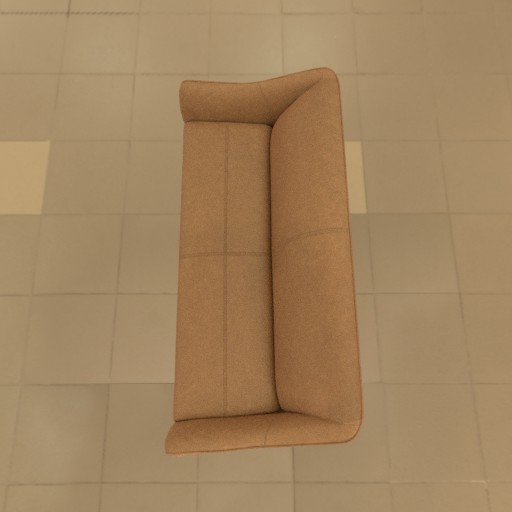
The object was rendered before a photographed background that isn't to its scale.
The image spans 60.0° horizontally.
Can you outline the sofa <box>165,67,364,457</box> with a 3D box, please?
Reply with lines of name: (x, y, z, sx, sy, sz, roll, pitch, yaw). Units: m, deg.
sofa: (0.000, 0.000, 2.385, 0.869, 0.830, 1.928, -1, 74, 0)
